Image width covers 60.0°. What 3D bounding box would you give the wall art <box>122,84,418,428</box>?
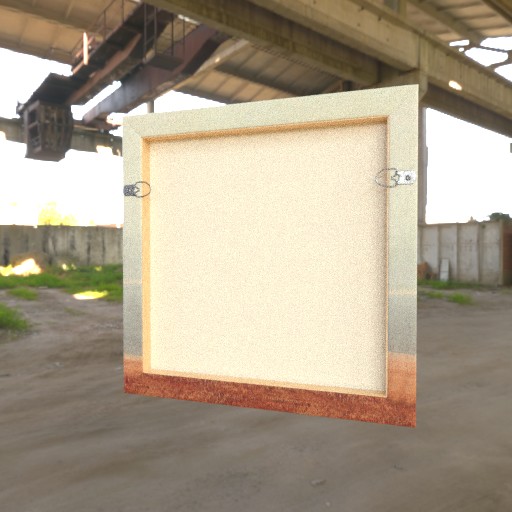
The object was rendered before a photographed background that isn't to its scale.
[{"bbox_3d":[0.000,0.000,0.593,0.405,0.405,0.023,0,1,18],"label":"wall art"}]
